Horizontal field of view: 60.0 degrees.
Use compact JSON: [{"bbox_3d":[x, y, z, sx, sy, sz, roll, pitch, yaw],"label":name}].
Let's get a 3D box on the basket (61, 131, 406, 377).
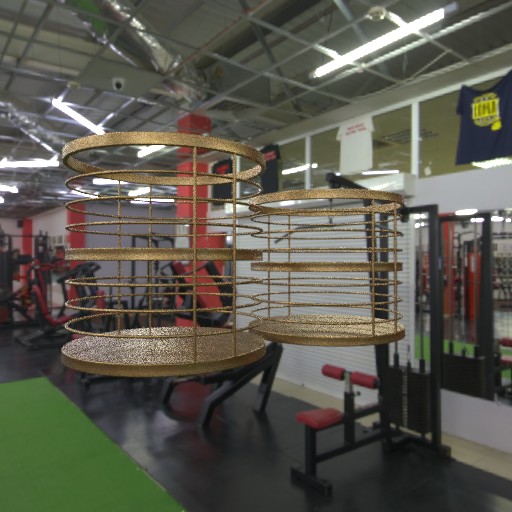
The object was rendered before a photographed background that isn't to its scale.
[{"bbox_3d":[0.000,0.000,0.919,0.746,0.351,0.356,0,-1,-35],"label":"basket"}]
